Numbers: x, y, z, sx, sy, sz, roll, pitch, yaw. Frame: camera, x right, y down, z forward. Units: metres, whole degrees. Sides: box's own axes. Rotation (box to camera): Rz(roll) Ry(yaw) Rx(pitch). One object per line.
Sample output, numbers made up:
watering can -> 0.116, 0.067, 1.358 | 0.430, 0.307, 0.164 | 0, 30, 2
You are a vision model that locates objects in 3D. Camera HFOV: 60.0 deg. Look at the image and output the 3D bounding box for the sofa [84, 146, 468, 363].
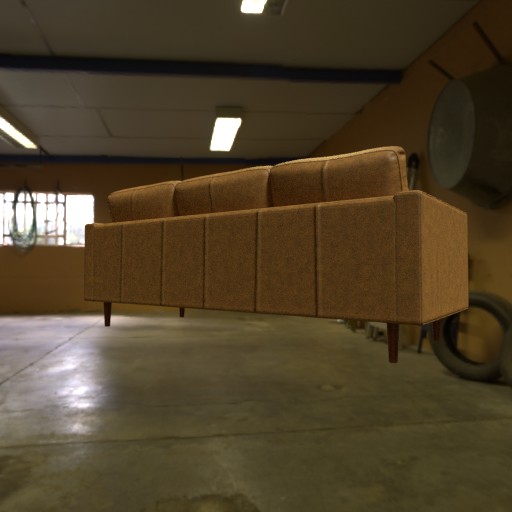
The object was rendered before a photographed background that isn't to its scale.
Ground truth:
sofa -> 0.000, 0.000, 2.711 | 2.231, 0.930, 0.903 | -1, -2, 36
